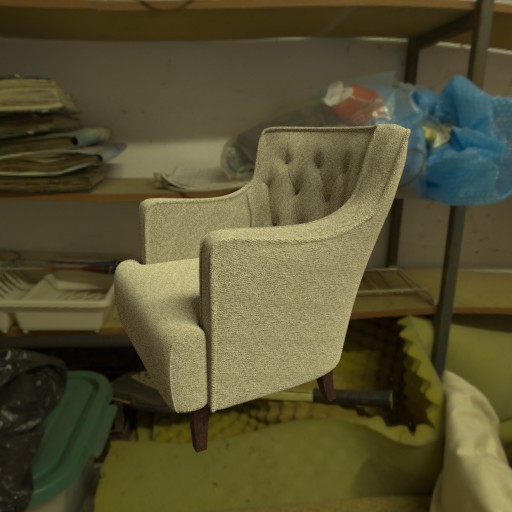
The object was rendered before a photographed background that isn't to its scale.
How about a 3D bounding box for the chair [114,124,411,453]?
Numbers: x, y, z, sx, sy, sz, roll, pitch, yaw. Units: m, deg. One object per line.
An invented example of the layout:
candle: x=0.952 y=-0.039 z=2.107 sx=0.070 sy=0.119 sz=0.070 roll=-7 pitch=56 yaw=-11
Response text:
chair: x=0.000 y=0.000 z=1.639 sx=0.910 sy=0.920 sz=0.820 roll=-8 pitch=17 yaw=-26
